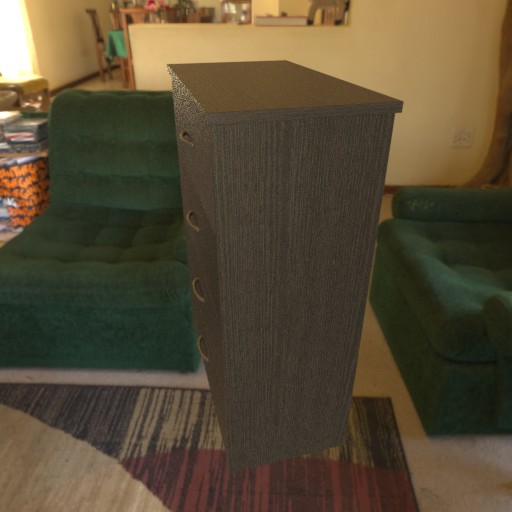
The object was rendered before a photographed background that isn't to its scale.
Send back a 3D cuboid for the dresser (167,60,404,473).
[{"bbox_3d":[0.000,0.000,1.359,0.399,1.020,0.704,-8,31,-13],"label":"dresser"}]
